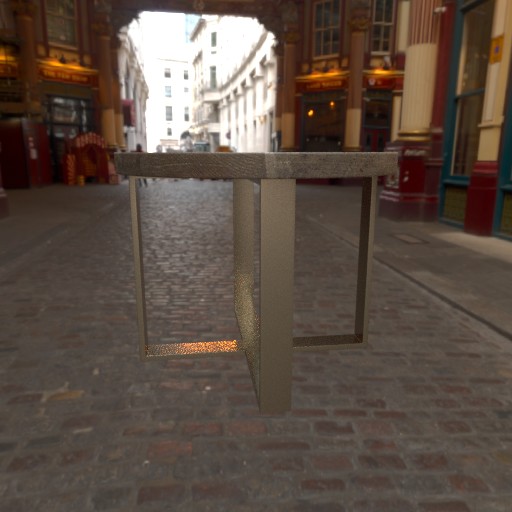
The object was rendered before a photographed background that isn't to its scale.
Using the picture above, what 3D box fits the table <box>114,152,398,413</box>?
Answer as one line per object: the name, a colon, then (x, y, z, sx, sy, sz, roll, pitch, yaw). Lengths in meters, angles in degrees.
table: (0.000, 0.000, 0.961, 0.557, 0.437, 0.557, 0, 13, 0)
